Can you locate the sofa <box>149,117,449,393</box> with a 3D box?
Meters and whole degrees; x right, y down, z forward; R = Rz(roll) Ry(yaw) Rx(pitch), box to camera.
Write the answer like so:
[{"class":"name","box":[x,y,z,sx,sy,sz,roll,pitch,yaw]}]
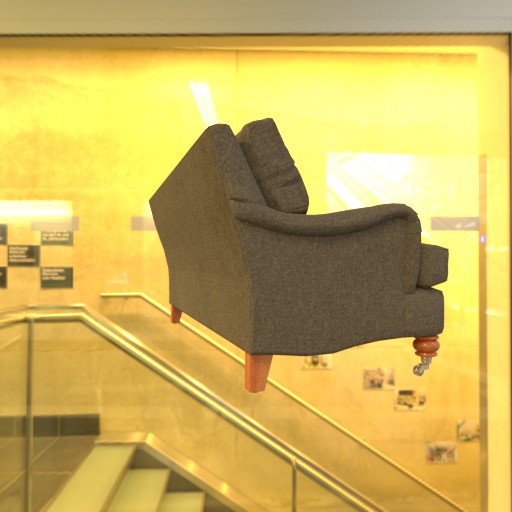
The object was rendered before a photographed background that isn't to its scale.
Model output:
[{"class":"sofa","box":[0.000,0.000,2.713,1.087,1.054,2.160,0,-1,-19]}]
